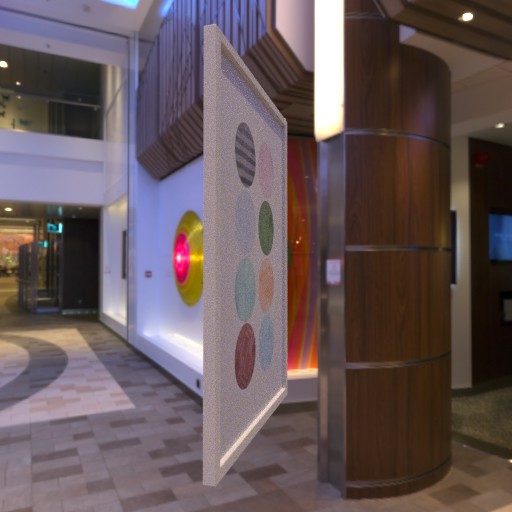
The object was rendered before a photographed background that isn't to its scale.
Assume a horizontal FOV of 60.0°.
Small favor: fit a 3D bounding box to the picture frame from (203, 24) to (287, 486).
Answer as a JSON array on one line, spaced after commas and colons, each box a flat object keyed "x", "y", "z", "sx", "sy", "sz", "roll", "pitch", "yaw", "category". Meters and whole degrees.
[{"x": 0.000, "y": 0.000, "z": 0.563, "sx": 0.013, "sy": 0.434, "sz": 0.305, "roll": 0, "pitch": -1, "yaw": 17, "category": "picture frame"}]
